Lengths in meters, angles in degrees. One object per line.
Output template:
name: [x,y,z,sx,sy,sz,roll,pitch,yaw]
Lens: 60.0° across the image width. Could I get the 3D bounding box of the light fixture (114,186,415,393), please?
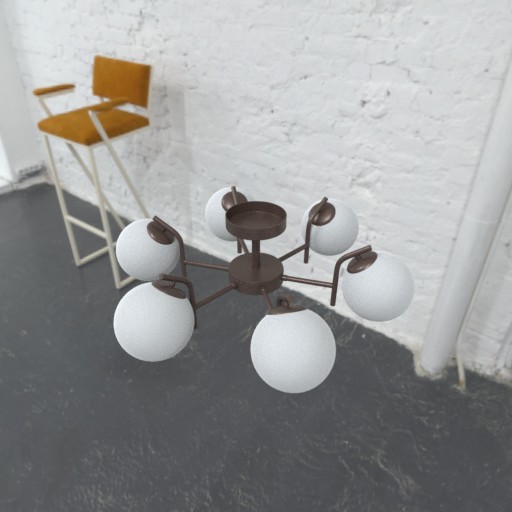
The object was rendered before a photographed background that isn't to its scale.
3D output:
light fixture: [0.000,0.000,0.953,0.662,0.201,0.662,0,32,0]
